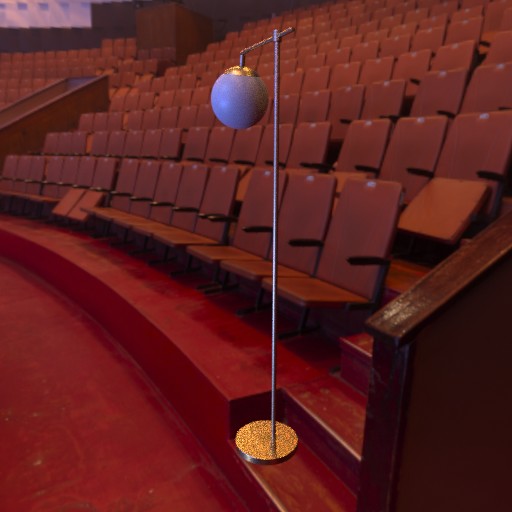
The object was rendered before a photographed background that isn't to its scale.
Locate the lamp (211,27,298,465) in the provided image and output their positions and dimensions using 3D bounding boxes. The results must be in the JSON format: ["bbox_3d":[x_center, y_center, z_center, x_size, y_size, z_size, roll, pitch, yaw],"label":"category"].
[{"bbox_3d":[0.000,0.000,1.681,0.249,1.505,0.476,-7,14,-27],"label":"lamp"}]
